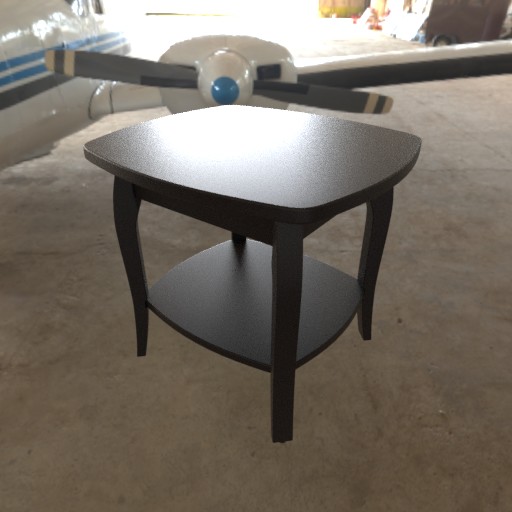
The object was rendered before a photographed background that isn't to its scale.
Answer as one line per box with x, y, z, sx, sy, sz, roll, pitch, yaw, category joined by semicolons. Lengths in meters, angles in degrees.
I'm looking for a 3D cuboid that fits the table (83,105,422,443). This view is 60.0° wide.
0.000;0.000;0.871;0.508;0.457;0.457;21;36;31;table
